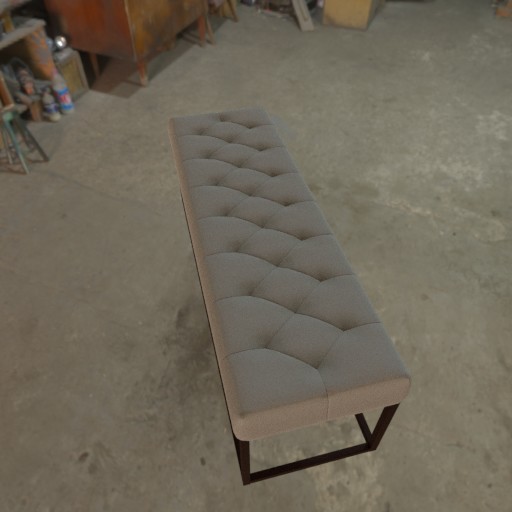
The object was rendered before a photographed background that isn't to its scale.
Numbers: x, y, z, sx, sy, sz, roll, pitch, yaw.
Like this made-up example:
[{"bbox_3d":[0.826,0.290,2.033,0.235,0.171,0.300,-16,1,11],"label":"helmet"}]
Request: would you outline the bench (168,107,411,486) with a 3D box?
[{"bbox_3d":[0.000,0.000,1.736,0.479,0.488,1.488,-10,47,-10],"label":"bench"}]
